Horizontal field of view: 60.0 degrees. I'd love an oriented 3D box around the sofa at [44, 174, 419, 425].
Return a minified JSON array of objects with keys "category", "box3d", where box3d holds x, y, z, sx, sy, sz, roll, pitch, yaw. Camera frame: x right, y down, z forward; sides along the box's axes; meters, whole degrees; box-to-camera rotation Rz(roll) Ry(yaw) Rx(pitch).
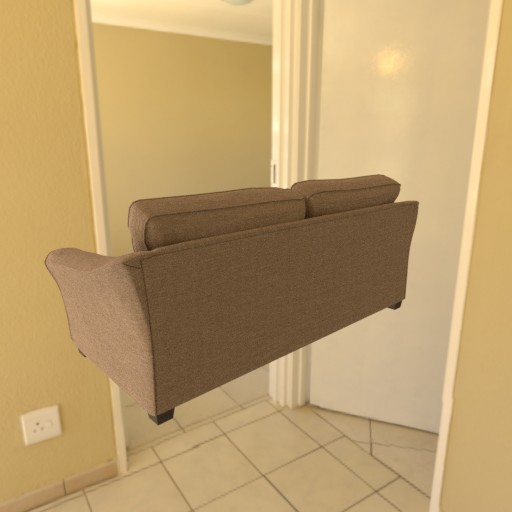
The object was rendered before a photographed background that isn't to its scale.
[{"category":"sofa","box3d":[0.000,0.000,2.776,2.270,0.965,0.980,-14,20,-41]}]
